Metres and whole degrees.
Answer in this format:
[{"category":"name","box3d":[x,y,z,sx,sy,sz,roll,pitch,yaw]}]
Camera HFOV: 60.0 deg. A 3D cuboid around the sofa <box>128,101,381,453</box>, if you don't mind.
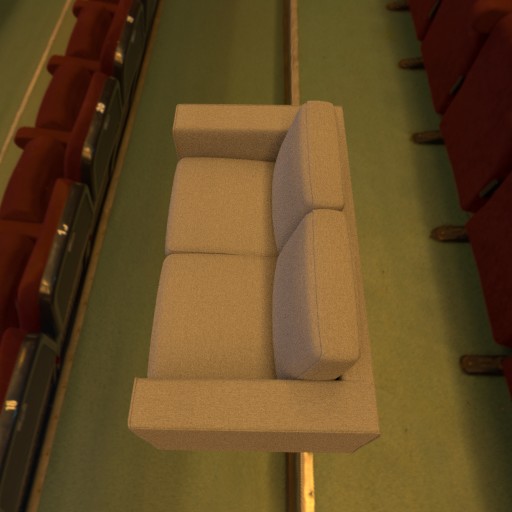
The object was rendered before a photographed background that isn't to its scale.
[{"category":"sofa","box3d":[0.000,0.000,2.335,1.007,0.924,1.812,1,60,0]}]
